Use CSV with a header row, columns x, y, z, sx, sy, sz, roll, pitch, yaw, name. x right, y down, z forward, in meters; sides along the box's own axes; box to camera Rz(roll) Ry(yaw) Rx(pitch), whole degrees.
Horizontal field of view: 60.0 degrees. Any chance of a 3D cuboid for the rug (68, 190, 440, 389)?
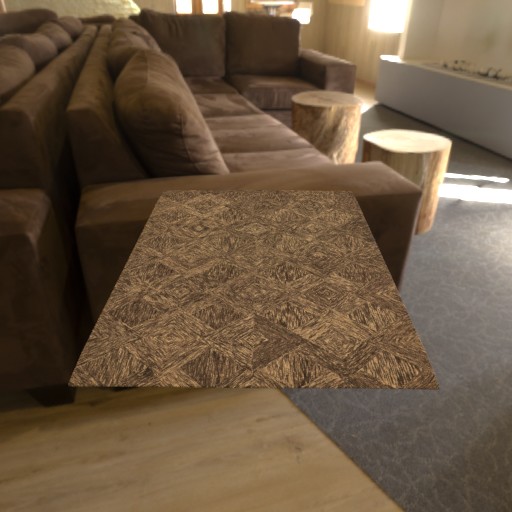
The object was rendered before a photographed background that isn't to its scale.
x,y,z,sx,sy,sz,roll,pitch,yaw,name
0.000,0.000,5.270,2.997,0.020,4.093,0,31,1,rug
